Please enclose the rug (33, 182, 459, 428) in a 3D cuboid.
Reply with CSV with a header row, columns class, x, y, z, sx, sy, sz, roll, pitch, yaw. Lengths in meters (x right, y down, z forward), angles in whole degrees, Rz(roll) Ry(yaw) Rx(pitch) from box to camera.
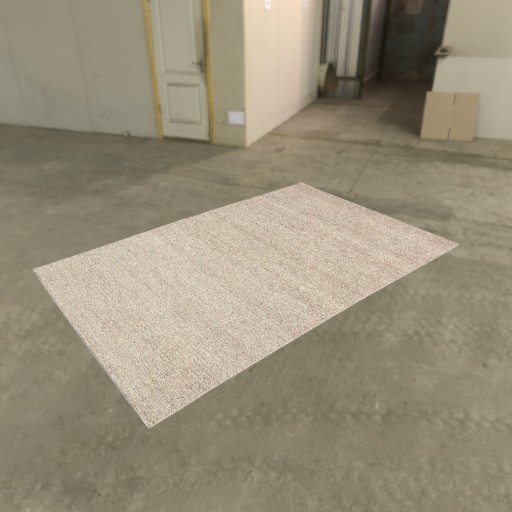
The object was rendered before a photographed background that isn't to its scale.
class,x,y,z,sx,sy,sz,roll,pitch,yaw
rug,0.000,0.000,2.195,1.792,0.021,1.154,-23,37,-33
